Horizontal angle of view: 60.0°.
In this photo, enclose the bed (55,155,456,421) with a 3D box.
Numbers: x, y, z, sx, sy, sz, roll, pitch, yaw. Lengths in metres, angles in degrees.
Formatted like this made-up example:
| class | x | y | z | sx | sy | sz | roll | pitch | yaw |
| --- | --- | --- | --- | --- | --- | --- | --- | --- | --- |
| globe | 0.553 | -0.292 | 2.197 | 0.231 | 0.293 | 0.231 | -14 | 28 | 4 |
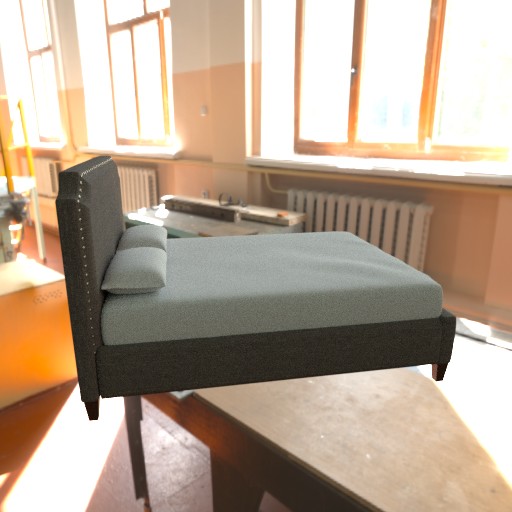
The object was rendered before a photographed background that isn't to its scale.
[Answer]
| class | x | y | z | sx | sy | sz | roll | pitch | yaw |
| --- | --- | --- | --- | --- | --- | --- | --- | --- | --- |
| bed | 0.000 | 0.000 | 3.405 | 2.381 | 1.457 | 1.713 | -3 | 16 | -10 |
